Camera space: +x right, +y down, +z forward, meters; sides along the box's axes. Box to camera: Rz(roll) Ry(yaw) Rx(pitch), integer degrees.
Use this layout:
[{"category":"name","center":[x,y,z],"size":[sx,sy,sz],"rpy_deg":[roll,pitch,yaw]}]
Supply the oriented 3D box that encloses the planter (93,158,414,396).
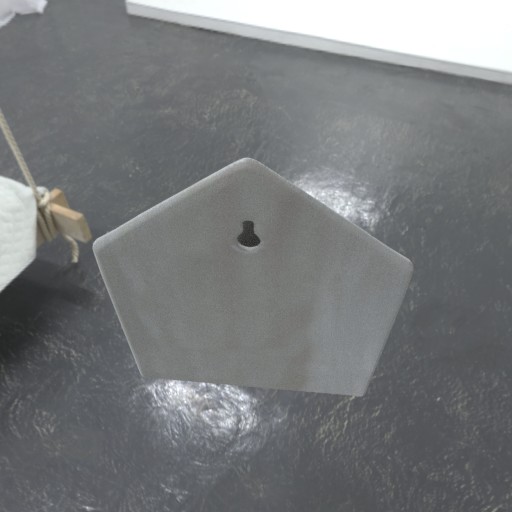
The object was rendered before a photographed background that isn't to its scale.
[{"category":"planter","center":[0.000,0.000,0.274],"size":[0.163,0.194,0.080],"rpy_deg":[4,47,4]}]
